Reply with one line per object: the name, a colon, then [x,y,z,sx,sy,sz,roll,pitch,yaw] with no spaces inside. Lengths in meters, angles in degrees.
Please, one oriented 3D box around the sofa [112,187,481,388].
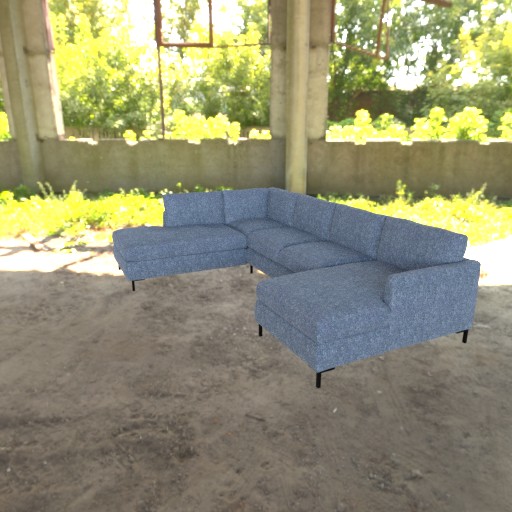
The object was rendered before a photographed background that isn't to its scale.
sofa: [0.000,0.000,3.603,1.879,0.756,2.737,-8,18,-25]
